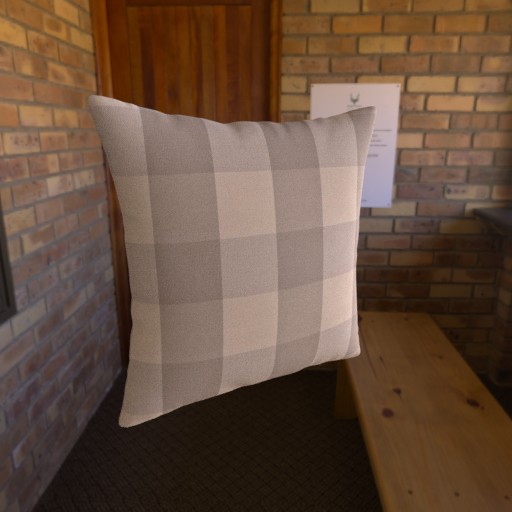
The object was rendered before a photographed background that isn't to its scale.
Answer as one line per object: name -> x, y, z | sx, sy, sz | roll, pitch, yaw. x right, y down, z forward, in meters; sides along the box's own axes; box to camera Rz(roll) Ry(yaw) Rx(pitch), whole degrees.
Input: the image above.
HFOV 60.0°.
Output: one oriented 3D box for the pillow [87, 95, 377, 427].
pillow -> 0.000, 0.000, 0.771 | 0.511, 0.509, 0.161 | -8, 18, -28
